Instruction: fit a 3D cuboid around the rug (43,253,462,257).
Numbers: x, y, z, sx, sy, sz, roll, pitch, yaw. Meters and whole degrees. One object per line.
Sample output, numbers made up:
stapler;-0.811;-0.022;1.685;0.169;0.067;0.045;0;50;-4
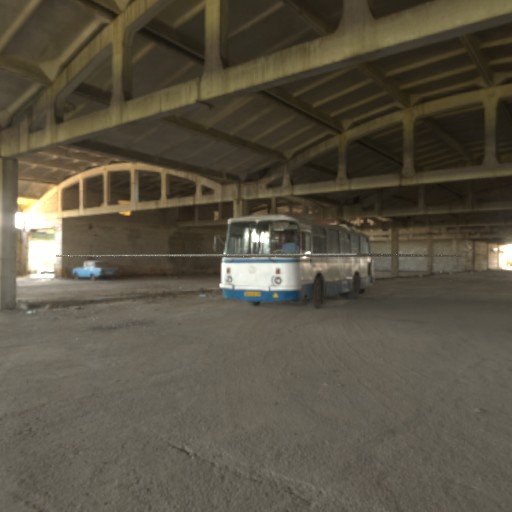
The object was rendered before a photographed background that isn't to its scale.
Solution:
rug;0.000;0.000;4.111;3.057;0.013;2.434;0;0;36
